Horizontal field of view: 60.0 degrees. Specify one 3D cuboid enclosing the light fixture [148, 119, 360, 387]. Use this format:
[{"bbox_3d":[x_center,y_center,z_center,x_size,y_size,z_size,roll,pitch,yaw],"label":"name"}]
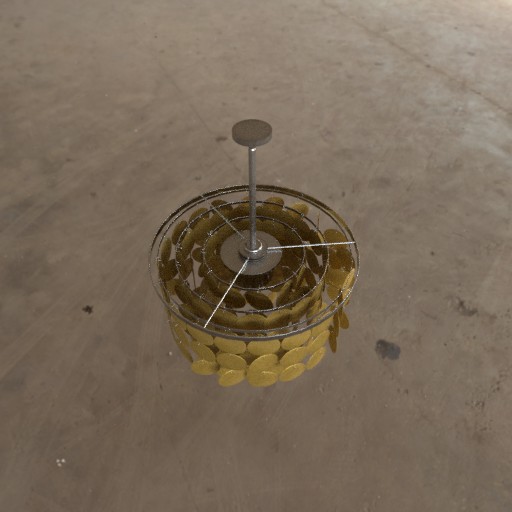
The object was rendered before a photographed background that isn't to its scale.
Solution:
[{"bbox_3d":[0.000,0.000,0.765,0.368,0.492,0.368,0,47,0],"label":"light fixture"}]
